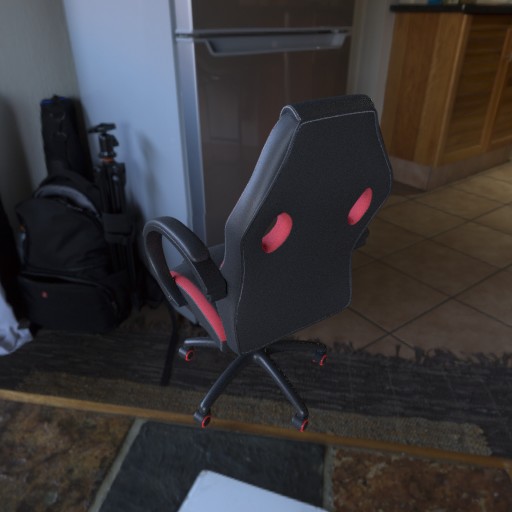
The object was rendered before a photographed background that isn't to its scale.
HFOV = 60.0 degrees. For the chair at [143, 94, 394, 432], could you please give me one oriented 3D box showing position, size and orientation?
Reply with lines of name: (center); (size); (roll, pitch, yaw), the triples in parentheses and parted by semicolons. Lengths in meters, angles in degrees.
chair: (0.000, 0.000, 1.605); (0.673, 1.187, 0.724); (-19, 35, -29)
